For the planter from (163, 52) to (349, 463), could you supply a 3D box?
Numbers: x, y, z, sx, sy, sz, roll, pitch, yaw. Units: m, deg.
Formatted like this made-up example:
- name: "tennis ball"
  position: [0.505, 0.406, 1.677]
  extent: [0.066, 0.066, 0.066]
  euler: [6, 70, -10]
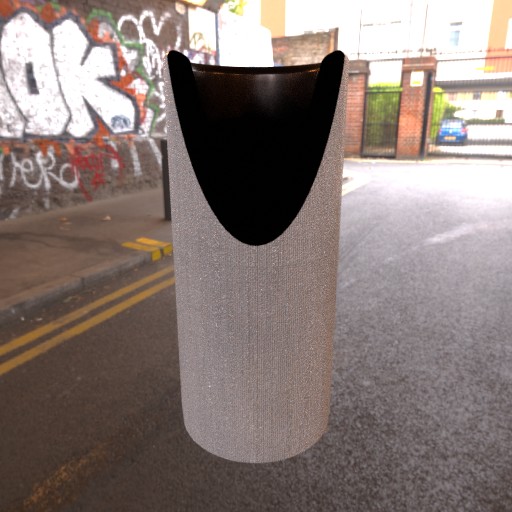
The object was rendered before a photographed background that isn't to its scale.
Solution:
- name: "planter"
  position: [0.000, 0.000, 0.124]
  extent: [0.045, 0.103, 0.045]
  euler: [-7, 18, -23]
